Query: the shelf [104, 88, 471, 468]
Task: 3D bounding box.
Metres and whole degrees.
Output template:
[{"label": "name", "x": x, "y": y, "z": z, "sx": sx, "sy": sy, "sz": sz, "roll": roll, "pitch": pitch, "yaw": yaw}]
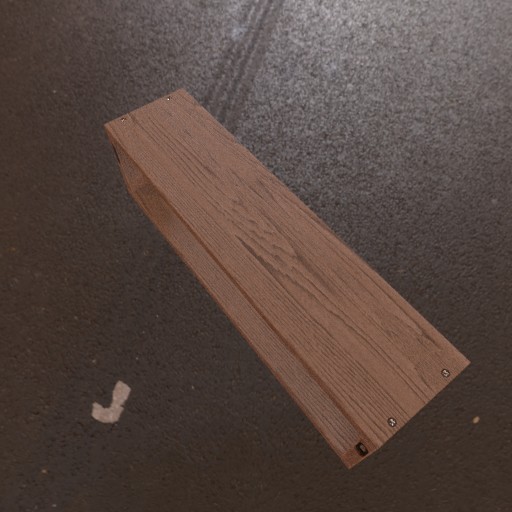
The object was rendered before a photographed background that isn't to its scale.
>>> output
[{"label": "shelf", "x": 0.000, "y": 0.000, "z": 0.681, "sx": 0.150, "sy": 0.170, "sz": 0.610, "roll": -33, "pitch": 64, "yaw": -19}]
